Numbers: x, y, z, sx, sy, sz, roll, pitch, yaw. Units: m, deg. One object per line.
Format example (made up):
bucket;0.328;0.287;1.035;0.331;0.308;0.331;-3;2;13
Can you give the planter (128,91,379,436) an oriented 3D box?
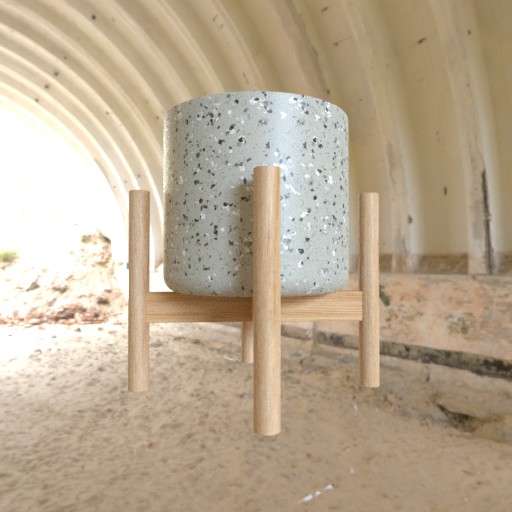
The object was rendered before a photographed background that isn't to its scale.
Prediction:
planter;0.000;0.000;0.542;0.284;0.320;0.284;0;-1;19
